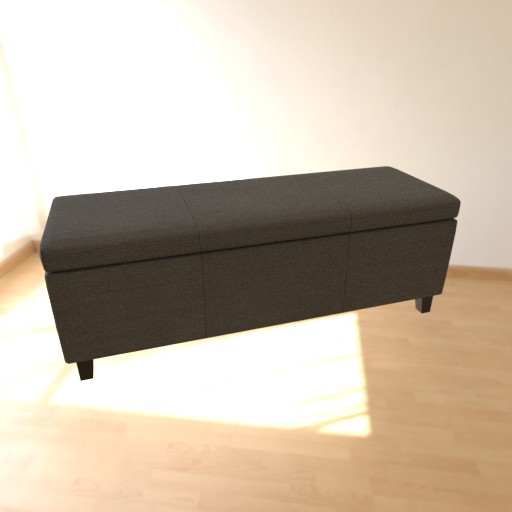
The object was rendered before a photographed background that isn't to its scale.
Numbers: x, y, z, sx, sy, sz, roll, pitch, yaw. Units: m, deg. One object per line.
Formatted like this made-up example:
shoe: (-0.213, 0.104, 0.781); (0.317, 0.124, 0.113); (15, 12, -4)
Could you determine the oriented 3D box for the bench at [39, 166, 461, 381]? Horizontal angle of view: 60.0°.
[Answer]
bench: (0.000, 0.000, 1.513); (1.269, 0.438, 0.446); (-8, 28, -16)
